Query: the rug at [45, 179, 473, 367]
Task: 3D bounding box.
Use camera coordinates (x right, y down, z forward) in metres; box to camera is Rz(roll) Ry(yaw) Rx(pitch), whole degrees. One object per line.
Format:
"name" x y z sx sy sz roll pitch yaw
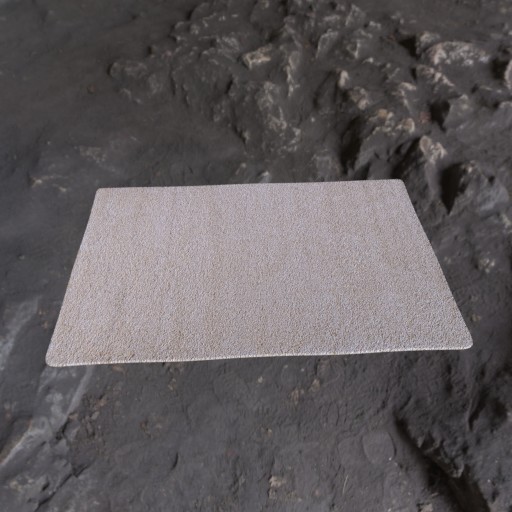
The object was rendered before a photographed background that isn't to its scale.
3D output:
"rug" 0.000 0.000 2.914 2.349 0.026 1.500 -2 47 -2
